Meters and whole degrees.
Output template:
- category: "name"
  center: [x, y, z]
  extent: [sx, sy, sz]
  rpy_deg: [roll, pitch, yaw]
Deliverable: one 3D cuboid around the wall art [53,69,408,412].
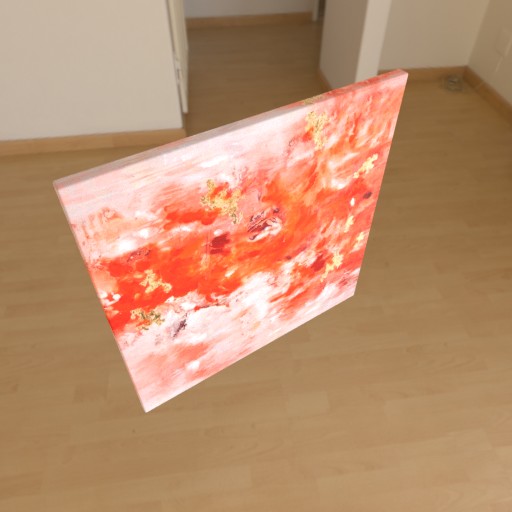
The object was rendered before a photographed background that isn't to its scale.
- category: "wall art"
  center: [0.000, 0.000, 1.277]
  extent: [0.878, 0.878, 0.066]
  rpy_deg: [-25, 51, -23]
